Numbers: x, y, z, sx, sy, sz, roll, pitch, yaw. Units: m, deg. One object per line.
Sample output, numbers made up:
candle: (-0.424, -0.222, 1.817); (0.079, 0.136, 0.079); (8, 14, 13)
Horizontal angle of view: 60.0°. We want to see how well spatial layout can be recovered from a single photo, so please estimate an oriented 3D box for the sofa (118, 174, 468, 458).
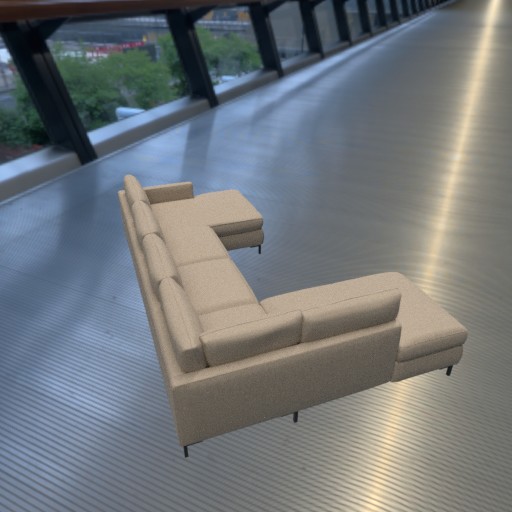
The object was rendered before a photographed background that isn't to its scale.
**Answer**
sofa: (0.000, 0.000, 3.601); (1.879, 0.756, 2.737); (-11, 32, -18)
